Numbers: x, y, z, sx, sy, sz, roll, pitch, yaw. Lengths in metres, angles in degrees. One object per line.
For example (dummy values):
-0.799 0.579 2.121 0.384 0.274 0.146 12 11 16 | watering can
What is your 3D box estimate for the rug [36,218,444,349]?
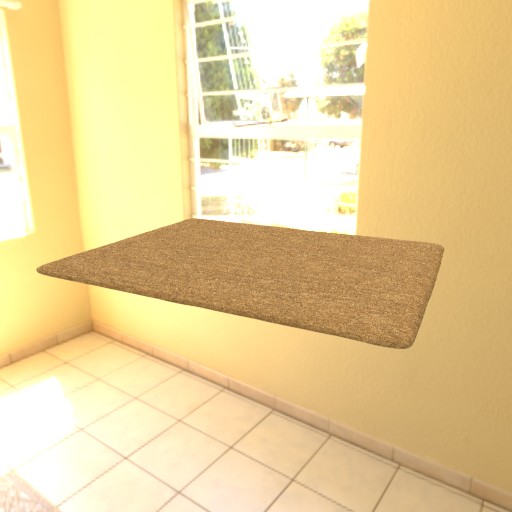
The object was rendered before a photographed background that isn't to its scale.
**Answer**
0.000 0.000 3.791 2.873 0.050 2.242 8 18 25 | rug
